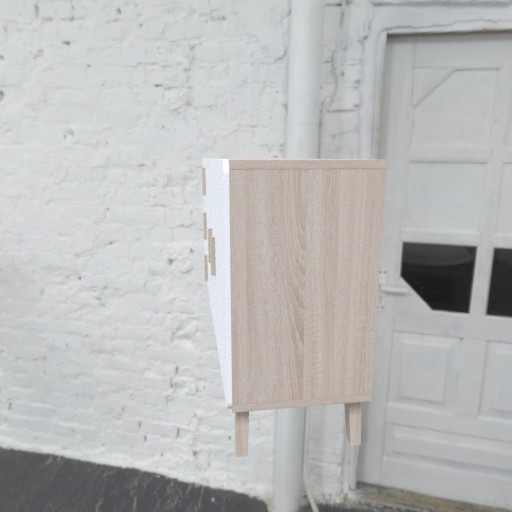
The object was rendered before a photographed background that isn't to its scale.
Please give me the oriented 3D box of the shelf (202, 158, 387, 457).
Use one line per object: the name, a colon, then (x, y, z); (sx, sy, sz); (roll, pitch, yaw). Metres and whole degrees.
shelf: (0.000, 0.000, 1.820); (0.400, 0.780, 1.490); (-2, 13, -8)
